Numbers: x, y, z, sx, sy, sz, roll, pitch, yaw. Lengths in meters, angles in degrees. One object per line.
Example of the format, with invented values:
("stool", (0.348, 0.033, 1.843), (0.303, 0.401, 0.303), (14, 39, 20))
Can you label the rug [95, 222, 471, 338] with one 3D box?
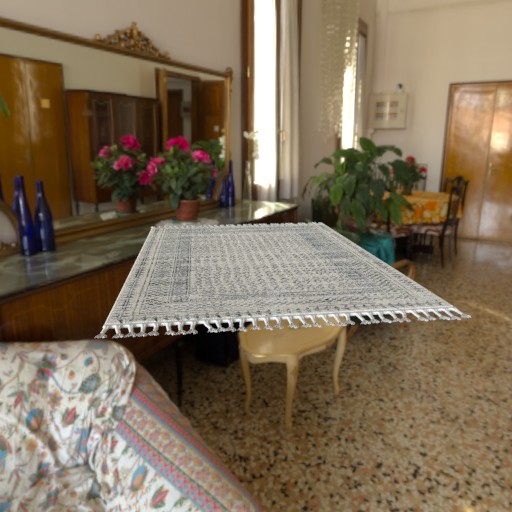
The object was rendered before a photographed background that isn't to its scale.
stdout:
("rug", (0.000, 0.000, 2.311), (1.243, 0.013, 1.872), (-2, 15, -7))
